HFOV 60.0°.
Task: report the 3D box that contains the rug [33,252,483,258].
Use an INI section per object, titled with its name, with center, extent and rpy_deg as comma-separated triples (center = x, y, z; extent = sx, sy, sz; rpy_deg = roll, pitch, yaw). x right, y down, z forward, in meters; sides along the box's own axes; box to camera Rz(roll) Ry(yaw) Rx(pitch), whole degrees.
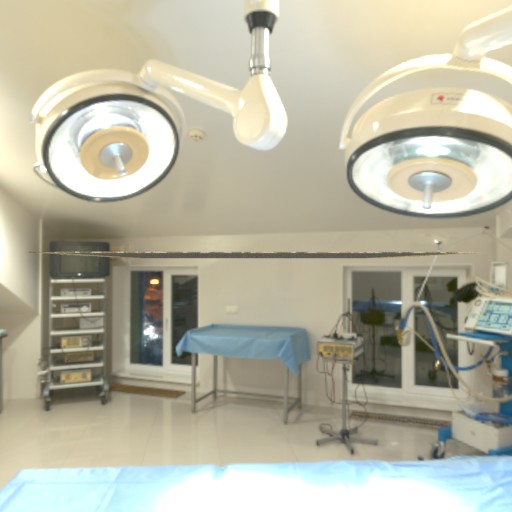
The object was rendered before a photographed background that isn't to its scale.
[rug]
center = 0.000, 0.000, 4.135
extent = 3.048, 0.010, 2.438
rpy_deg = 0, -1, -1
